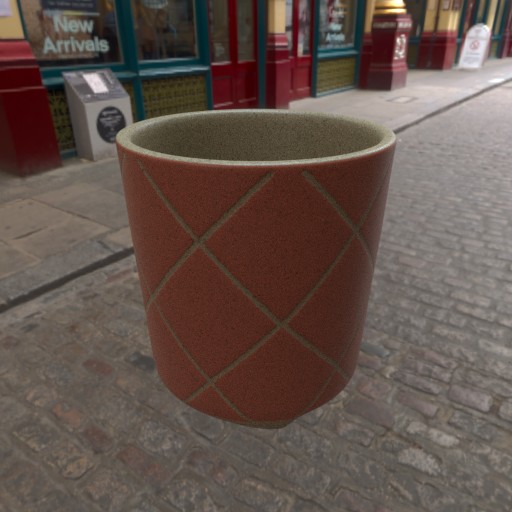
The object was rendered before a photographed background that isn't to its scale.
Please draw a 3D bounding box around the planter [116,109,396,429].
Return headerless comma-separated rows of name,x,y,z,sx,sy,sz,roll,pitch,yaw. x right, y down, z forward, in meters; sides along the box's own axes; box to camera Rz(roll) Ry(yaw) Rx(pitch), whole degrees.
planter,0.000,0.000,0.356,0.191,0.200,0.191,0,27,0
